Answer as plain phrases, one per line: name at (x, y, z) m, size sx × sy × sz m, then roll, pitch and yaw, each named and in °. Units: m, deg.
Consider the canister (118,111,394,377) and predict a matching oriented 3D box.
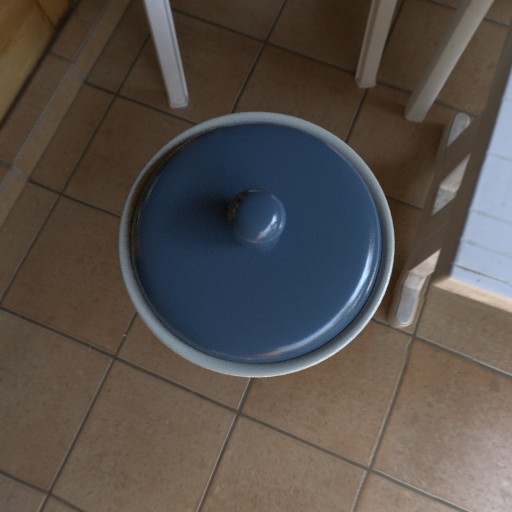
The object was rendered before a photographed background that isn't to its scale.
canister at (0.000, 0.000, 0.348) m, size 0.182 × 0.208 × 0.182 m, roll 0°, pitch 76°, yaw 0°
